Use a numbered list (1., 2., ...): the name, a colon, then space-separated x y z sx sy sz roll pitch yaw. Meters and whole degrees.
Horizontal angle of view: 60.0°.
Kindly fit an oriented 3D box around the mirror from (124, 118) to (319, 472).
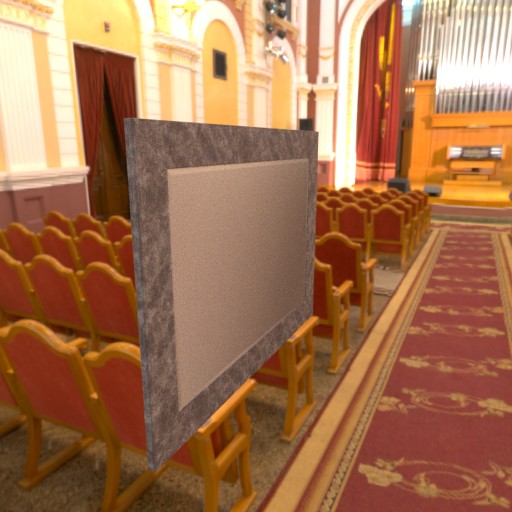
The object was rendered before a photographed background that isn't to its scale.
1. mirror: 0.000 0.000 1.425 0.022 0.795 1.101 7 16 26
